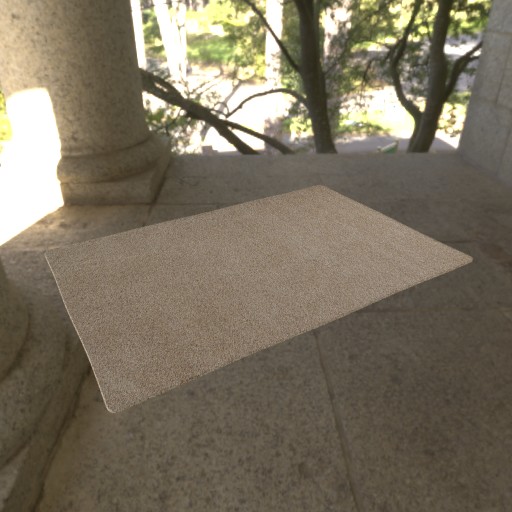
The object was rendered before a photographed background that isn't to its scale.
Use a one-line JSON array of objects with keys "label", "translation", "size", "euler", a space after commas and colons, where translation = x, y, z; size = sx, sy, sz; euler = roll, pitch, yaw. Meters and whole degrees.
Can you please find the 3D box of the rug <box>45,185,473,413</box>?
[{"label": "rug", "translation": [0.000, 0.000, 3.329], "size": [2.700, 0.024, 1.801], "euler": [-17, 34, -27]}]
